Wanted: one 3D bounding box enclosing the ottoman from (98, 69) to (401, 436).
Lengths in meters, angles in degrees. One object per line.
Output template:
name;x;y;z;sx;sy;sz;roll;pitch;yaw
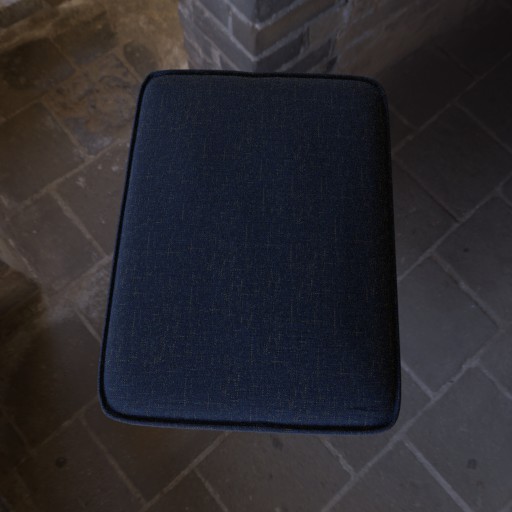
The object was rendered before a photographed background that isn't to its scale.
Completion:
ottoman;0.000;0.000;1.044;0.549;0.450;0.749;2;73;1
